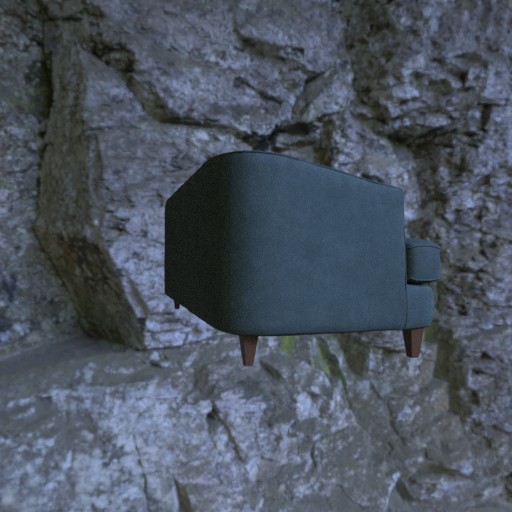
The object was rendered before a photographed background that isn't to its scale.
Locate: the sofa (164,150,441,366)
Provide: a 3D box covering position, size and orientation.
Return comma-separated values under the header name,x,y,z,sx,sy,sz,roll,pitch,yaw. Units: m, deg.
name,x,y,z,sx,sy,sz,roll,pitch,yaw
sofa,0.000,0.000,2.767,0.941,0.855,2.278,0,0,-18
